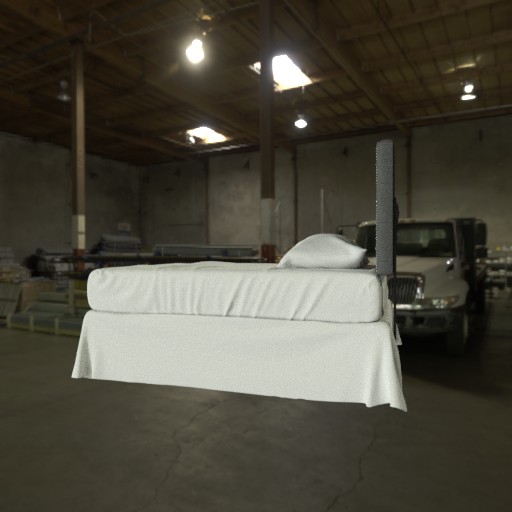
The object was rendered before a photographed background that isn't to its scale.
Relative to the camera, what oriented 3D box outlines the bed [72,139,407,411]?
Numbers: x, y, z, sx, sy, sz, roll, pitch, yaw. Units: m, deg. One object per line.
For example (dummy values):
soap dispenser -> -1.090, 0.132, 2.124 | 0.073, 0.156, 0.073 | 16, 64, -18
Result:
bed -> 0.000, 0.000, 3.493 | 2.221, 1.645, 1.876 | 0, 0, 17
